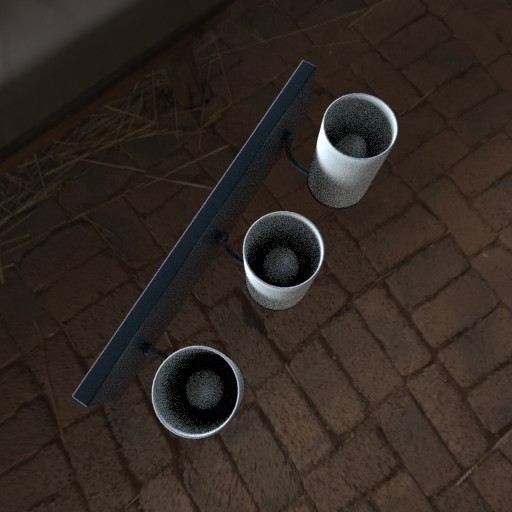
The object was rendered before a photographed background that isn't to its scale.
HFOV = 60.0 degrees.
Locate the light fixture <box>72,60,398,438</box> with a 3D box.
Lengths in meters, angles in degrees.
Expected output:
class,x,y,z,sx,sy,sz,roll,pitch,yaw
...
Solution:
class,x,y,z,sx,sy,sz,roll,pitch,yaw
light fixture,0.000,0.000,0.518,0.145,0.172,0.451,31,77,8
